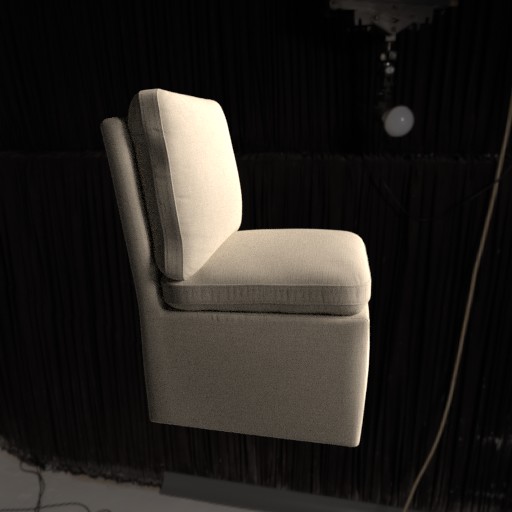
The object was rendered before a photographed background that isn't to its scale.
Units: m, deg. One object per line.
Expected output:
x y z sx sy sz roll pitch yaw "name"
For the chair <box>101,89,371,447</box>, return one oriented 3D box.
0.000 0.000 1.350 0.698 0.927 0.503 3 16 10 "chair"
